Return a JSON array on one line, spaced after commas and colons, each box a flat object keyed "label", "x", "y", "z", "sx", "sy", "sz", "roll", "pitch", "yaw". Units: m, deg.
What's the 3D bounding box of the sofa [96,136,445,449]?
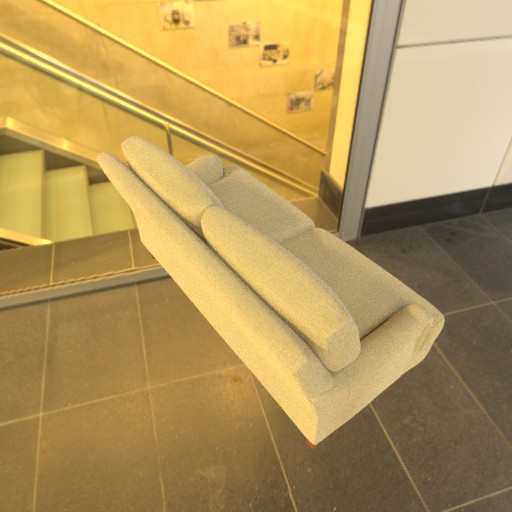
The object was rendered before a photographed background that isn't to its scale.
[{"label": "sofa", "x": 0.000, "y": 0.000, "z": 2.724, "sx": 1.091, "sy": 0.997, "sz": 2.070, "roll": -26, "pitch": 47, "yaw": -26}]
